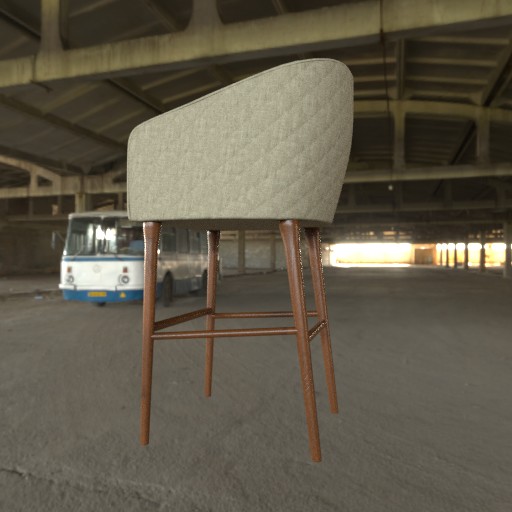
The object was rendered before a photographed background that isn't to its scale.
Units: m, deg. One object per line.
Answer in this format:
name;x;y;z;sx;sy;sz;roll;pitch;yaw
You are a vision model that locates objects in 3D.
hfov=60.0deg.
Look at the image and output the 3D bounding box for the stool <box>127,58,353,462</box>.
stool;0.000;0.000;1.409;0.607;1.078;0.559;0;0;17
